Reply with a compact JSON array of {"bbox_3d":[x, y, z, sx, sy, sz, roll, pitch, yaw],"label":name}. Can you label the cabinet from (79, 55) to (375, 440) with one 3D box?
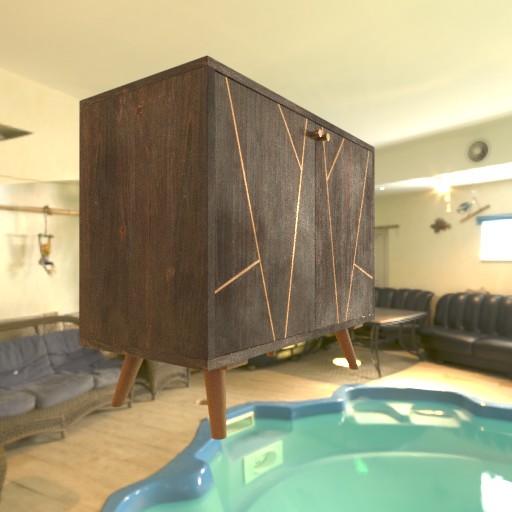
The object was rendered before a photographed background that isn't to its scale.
[{"bbox_3d":[0.000,0.000,1.543,0.529,0.897,1.023,0,0,36],"label":"cabinet"}]
